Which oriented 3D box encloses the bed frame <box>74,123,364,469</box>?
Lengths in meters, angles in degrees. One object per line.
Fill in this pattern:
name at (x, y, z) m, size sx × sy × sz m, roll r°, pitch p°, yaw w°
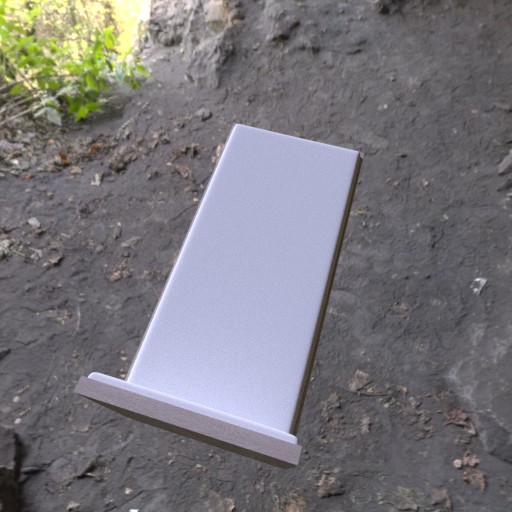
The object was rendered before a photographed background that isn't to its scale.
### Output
bed frame at (0.000, 0.000, 2.705) m, size 0.990 × 0.920 × 2.140 m, roll 15°, pitch 64°, yaw 7°
